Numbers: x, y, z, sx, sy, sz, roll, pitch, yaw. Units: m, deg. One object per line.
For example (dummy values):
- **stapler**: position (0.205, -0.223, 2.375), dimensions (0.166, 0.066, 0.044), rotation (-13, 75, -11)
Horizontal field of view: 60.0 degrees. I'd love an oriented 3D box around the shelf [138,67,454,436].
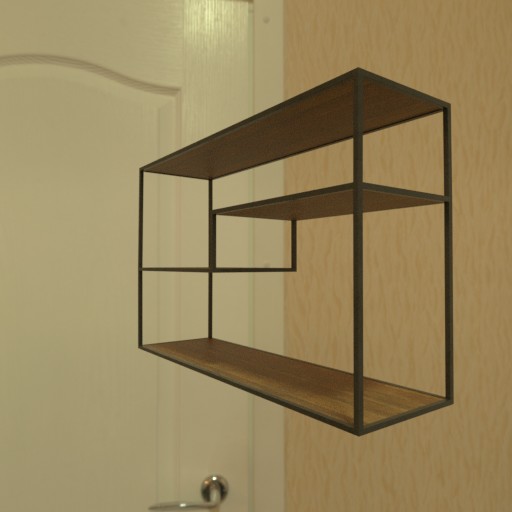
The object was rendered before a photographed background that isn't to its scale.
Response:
- **shelf**: position (0.000, 0.000, 1.505), dimensions (0.361, 0.765, 1.201), rotation (1, -1, -36)
